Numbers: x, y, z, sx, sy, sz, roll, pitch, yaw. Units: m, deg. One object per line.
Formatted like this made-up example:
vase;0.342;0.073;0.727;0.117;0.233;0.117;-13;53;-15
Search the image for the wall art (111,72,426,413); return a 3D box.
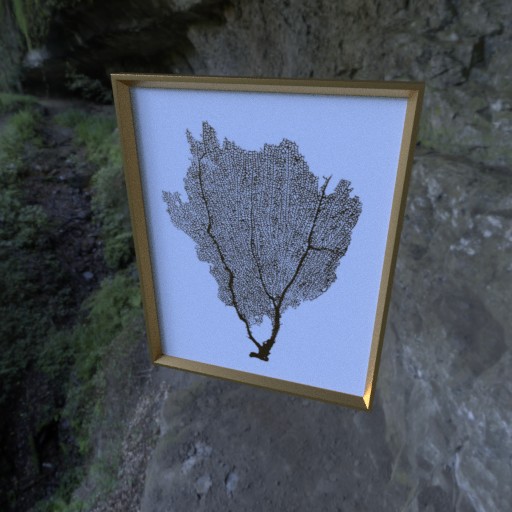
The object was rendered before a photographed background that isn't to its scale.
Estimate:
wall art;0.000;0.000;1.016;0.610;0.762;0.038;8;28;15
